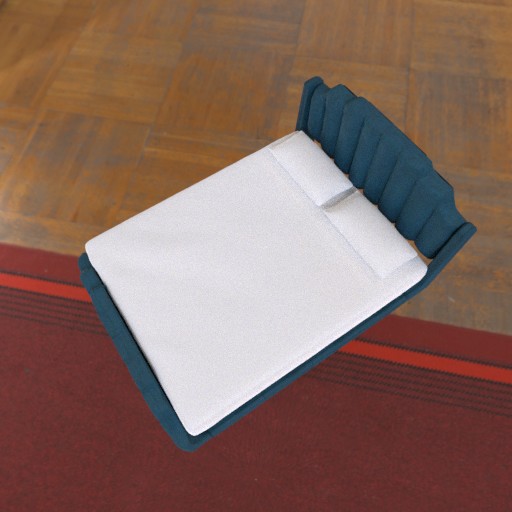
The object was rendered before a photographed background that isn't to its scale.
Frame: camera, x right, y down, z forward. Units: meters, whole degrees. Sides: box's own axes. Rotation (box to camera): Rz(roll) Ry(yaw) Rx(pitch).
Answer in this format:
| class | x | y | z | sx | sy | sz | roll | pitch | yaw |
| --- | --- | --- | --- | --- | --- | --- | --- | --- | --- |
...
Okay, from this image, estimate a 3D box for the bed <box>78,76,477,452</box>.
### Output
| class | x | y | z | sx | sy | sz | roll | pitch | yaw |
| --- | --- | --- | --- | --- | --- | --- | --- | --- | --- |
| bed | 0.000 | 0.000 | 3.275 | 2.322 | 1.351 | 1.676 | -31 | 67 | -15 |
